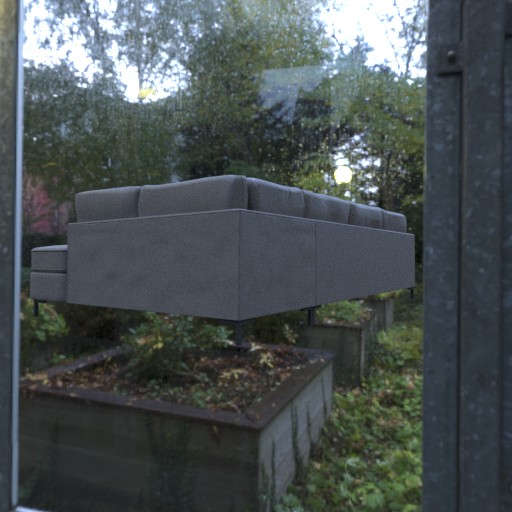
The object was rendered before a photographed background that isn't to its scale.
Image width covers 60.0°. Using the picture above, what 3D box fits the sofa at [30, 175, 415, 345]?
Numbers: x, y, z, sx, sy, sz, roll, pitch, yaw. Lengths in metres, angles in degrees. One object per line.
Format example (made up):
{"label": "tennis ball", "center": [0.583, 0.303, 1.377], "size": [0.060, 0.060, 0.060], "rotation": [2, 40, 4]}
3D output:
{"label": "sofa", "center": [0.000, 0.000, 4.266], "size": [2.077, 0.964, 3.331], "rotation": [0, 0, 35]}
